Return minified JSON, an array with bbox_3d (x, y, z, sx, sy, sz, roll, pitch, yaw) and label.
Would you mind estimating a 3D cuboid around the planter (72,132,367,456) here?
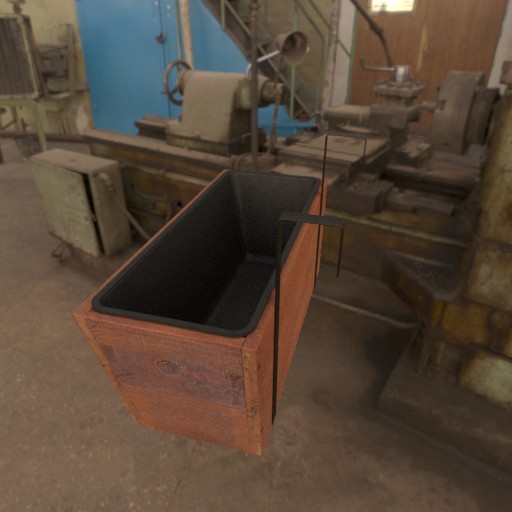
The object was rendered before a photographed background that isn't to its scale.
[{"bbox_3d":[0.000,0.000,0.647,0.262,0.289,0.480,8,31,14],"label":"planter"}]
